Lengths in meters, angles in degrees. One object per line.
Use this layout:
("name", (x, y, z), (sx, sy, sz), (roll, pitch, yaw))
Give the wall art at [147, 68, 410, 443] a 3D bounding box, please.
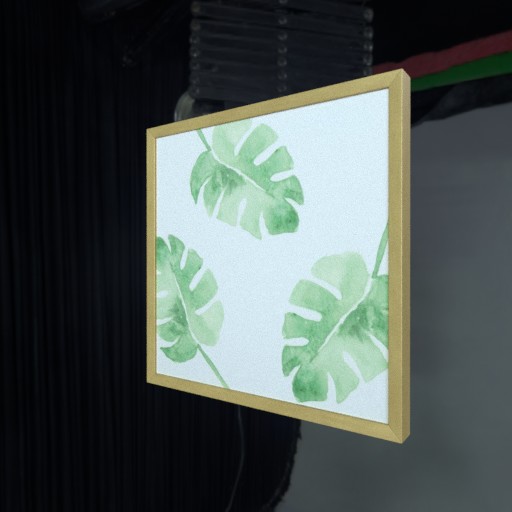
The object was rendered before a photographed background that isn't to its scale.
("wall art", (0.000, 0.000, 0.759), (0.508, 0.508, 0.038), (0, 0, 35))
